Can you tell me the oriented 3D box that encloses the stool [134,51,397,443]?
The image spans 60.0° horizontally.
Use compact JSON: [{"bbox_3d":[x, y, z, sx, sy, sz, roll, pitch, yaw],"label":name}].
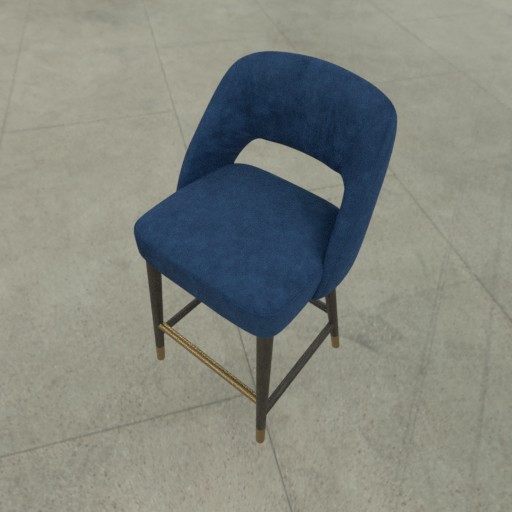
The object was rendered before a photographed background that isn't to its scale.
[{"bbox_3d":[0.000,0.000,1.233,0.536,0.925,0.524,31,54,26],"label":"stool"}]
